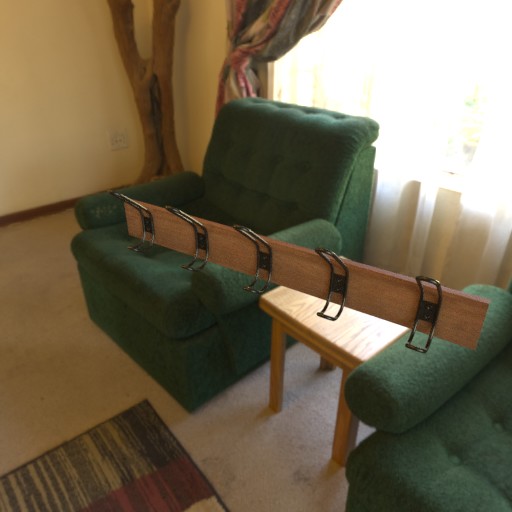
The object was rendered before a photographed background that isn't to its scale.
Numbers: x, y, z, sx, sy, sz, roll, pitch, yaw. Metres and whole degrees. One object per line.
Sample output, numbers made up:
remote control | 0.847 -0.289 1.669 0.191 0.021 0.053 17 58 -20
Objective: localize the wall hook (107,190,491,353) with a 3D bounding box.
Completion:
wall hook | 0.000 0.000 0.587 0.554 0.116 0.076 17 33 28
